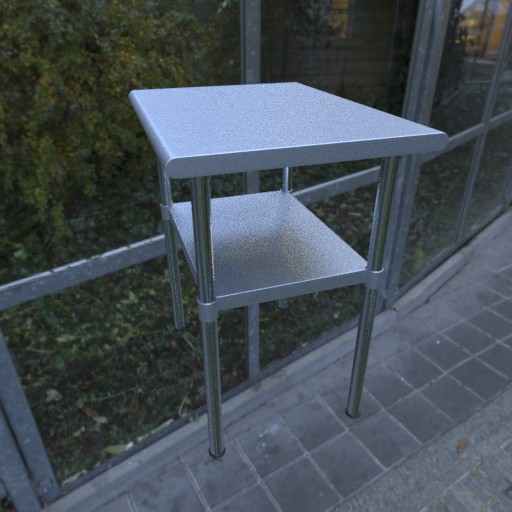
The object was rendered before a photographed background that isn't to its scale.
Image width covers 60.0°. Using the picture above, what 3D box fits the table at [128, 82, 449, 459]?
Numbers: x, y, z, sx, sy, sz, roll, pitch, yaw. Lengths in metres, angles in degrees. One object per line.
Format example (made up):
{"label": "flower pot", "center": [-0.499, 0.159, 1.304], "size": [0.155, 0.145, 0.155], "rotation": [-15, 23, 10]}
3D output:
{"label": "table", "center": [0.000, 0.000, 1.352], "size": [0.584, 0.876, 0.762], "rotation": [-9, 30, -16]}
